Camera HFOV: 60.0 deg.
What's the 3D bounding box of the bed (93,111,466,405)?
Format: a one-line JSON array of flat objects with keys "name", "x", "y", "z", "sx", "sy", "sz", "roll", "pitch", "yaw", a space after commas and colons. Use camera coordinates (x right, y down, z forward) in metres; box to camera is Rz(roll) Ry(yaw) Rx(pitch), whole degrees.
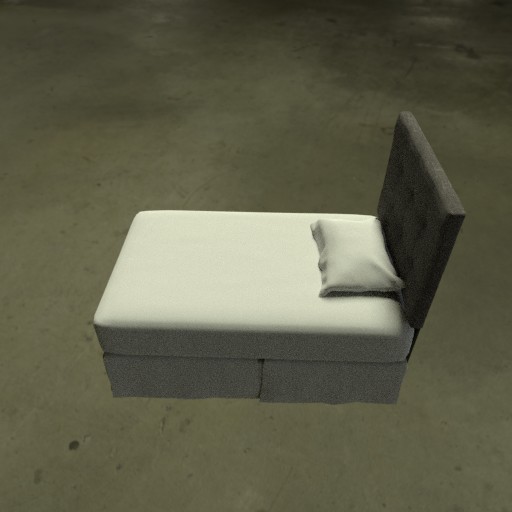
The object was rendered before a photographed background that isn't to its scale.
[{"name": "bed", "x": 0.000, "y": 0.000, "z": 2.975, "sx": 1.997, "sy": 1.571, "sz": 1.261, "roll": 1, "pitch": 41, "yaw": 2}]
